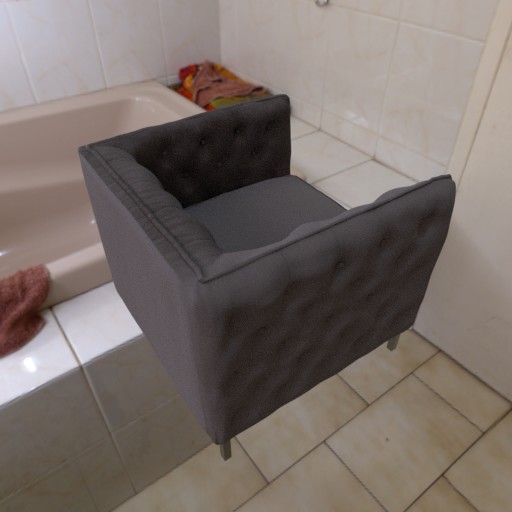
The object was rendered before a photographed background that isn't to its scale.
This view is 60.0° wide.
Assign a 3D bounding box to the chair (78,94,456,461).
[{"bbox_3d":[0.000,0.000,1.644,0.913,0.807,0.946,-23,45,-25],"label":"chair"}]
